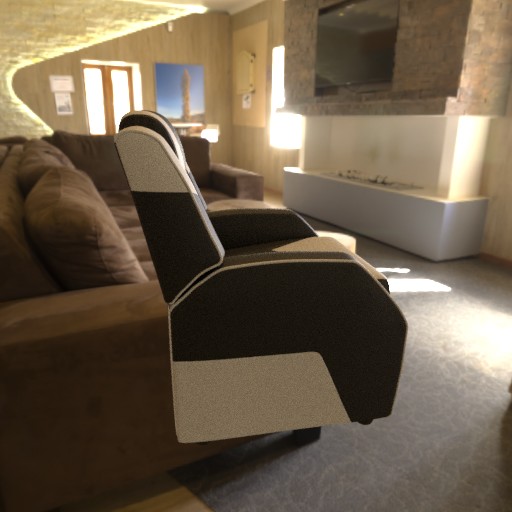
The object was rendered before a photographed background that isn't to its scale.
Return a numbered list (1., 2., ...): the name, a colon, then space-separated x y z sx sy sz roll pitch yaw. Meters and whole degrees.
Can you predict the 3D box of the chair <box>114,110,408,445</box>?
1. chair: 0.000 0.000 1.290 0.672 0.805 0.620 -3 18 -10
